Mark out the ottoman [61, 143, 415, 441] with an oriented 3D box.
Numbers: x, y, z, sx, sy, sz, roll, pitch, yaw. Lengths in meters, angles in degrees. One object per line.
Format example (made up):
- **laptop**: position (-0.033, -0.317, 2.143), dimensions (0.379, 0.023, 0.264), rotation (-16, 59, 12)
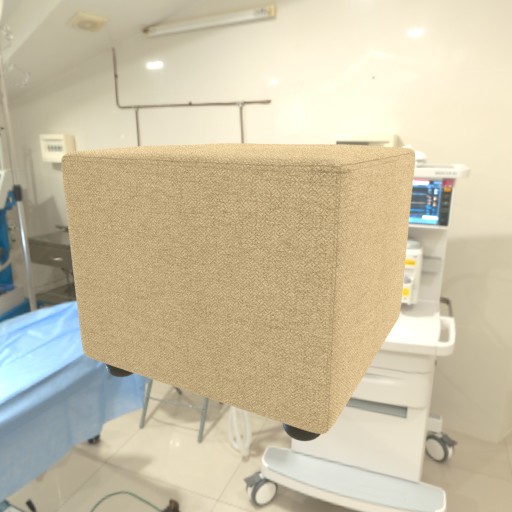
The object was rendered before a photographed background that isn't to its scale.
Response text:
- **ottoman**: position (0.000, 0.000, 0.887), dimensions (0.508, 0.432, 0.508), rotation (8, 17, 28)
